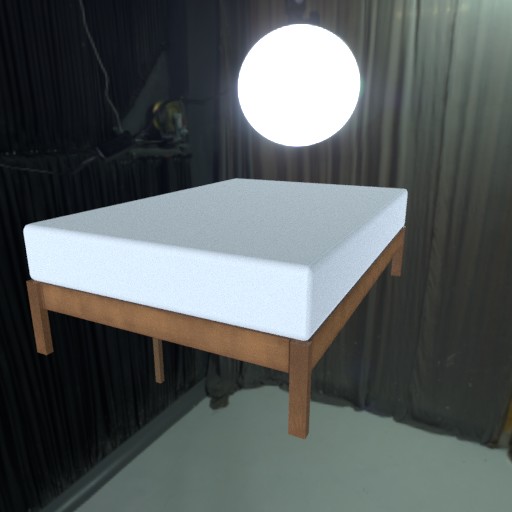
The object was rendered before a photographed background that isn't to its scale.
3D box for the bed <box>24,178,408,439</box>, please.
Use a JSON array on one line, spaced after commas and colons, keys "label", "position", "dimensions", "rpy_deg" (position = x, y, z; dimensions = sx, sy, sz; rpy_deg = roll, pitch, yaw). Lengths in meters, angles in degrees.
[{"label": "bed", "position": [0.000, 0.000, 2.546], "dimensions": [1.348, 0.616, 1.927], "rpy_deg": [8, 19, 26]}]
